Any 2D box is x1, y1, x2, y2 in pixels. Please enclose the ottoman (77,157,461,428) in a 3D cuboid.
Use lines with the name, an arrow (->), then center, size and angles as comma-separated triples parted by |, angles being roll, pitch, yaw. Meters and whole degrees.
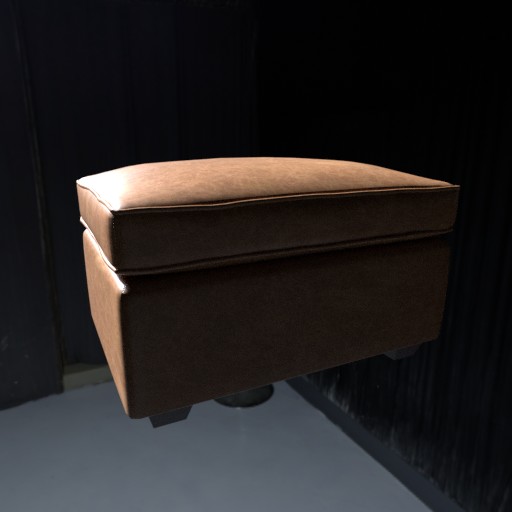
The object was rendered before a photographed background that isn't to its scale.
ottoman -> 0.000, 0.000, 1.083 | 0.756, 0.468, 0.554 | -7, 17, -25
